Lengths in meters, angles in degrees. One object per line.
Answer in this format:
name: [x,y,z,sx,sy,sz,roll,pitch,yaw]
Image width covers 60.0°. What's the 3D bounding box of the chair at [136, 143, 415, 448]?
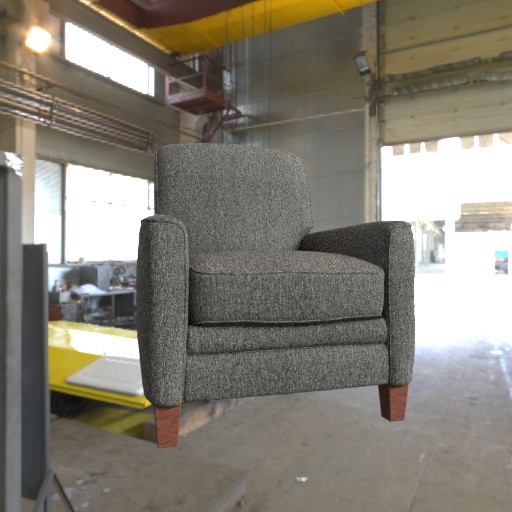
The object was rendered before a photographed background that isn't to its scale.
chair: [0.000,0.000,1.623,0.848,1.014,0.864,0,0,-16]
